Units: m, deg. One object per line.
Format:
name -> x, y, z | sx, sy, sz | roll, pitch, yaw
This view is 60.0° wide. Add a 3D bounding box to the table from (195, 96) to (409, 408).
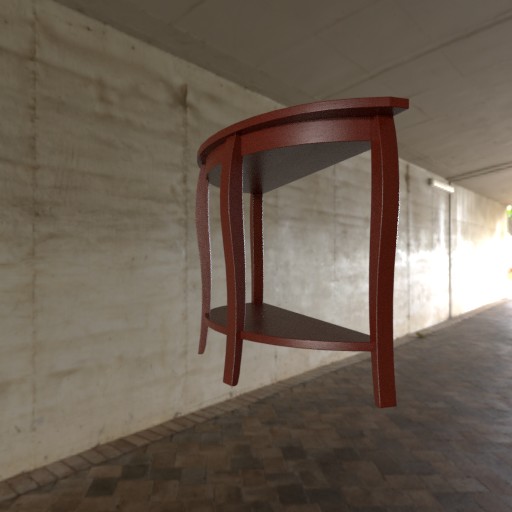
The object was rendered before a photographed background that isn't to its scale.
table -> 0.000, 0.000, 1.615 | 0.405, 0.779, 1.219 | 0, 0, -18
